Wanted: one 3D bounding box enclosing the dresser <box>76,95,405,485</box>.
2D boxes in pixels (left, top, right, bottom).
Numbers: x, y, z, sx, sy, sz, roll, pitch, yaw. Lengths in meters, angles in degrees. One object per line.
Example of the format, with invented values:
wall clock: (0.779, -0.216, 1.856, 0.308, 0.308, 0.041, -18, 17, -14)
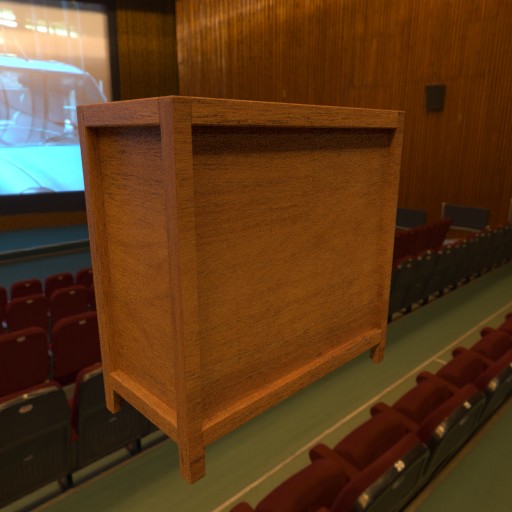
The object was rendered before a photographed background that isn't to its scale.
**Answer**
dresser: (0.000, 0.000, 1.275, 0.804, 0.804, 0.427, -14, 21, -42)
